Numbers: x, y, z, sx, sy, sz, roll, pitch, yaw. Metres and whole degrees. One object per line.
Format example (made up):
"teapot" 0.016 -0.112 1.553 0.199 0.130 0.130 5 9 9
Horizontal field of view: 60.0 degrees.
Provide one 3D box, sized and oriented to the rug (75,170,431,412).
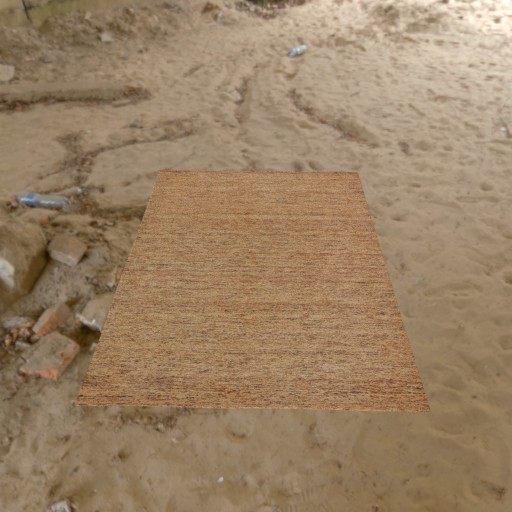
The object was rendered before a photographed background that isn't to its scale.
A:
"rug" 0.000 0.000 4.245 2.438 0.012 3.200 1 41 1
